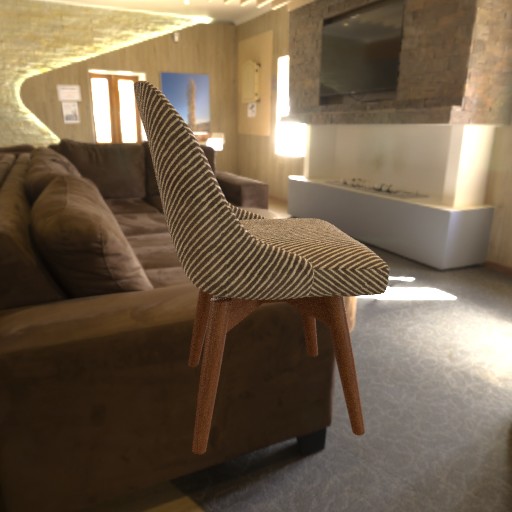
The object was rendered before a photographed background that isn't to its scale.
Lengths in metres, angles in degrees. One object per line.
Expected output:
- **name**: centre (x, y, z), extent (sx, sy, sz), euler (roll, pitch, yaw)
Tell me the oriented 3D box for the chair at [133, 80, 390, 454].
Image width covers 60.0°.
- **chair**: centre (0.000, 0.000, 1.224), extent (0.591, 0.883, 0.504), euler (-3, 17, -9)
